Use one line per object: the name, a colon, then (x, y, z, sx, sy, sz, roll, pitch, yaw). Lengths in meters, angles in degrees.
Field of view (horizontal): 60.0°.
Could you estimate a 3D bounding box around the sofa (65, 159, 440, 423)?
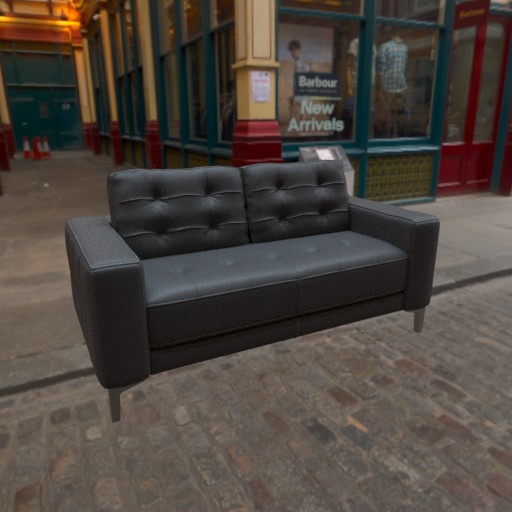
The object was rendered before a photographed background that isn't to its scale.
sofa: (0.000, 0.000, 2.258, 1.726, 0.893, 0.833, -9, 20, -26)
